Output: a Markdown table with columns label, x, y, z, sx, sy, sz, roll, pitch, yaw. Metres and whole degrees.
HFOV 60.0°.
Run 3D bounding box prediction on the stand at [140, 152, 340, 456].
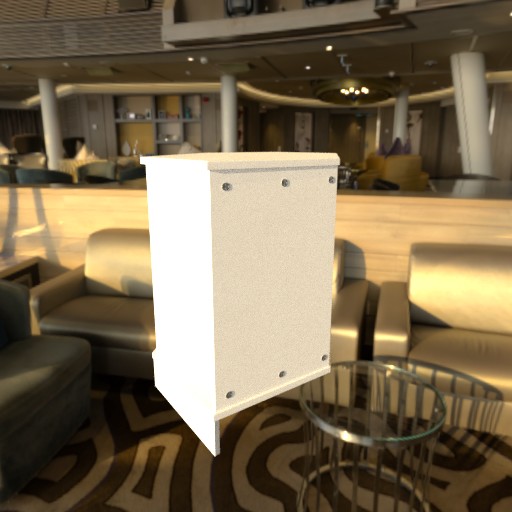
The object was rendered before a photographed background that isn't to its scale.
| label | x | y | z | sx | sy | sz | roll | pitch | yaw |
| --- | --- | --- | --- | --- | --- | --- | --- | --- | --- |
| stand | 0.000 | 0.000 | 1.377 | 0.477 | 0.614 | 1.072 | 2 | 14 | 9 |
